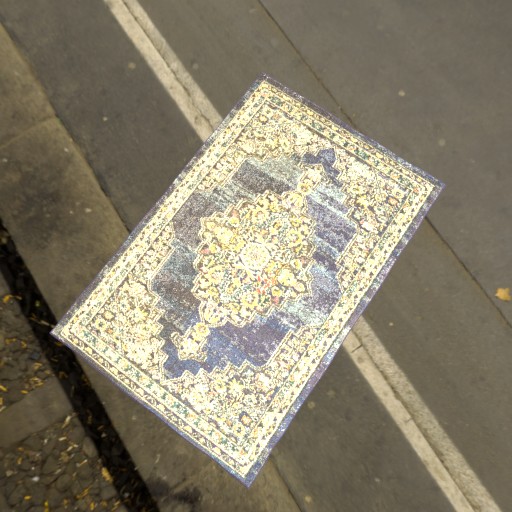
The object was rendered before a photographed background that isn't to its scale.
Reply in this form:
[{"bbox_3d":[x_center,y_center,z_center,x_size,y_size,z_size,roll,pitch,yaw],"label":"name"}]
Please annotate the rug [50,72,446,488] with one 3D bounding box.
[{"bbox_3d":[0.000,0.000,2.224,1.184,0.012,1.781,35,78,8],"label":"rug"}]
